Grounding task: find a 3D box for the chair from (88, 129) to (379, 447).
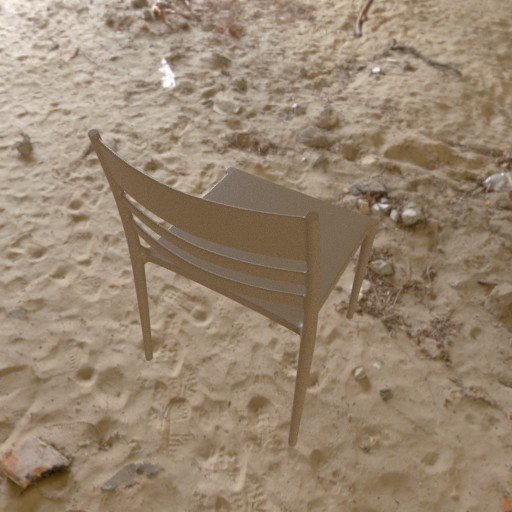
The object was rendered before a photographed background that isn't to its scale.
[{"bbox_3d":[0.000,0.000,1.151,0.531,0.800,0.511,24,51,21],"label":"chair"}]
